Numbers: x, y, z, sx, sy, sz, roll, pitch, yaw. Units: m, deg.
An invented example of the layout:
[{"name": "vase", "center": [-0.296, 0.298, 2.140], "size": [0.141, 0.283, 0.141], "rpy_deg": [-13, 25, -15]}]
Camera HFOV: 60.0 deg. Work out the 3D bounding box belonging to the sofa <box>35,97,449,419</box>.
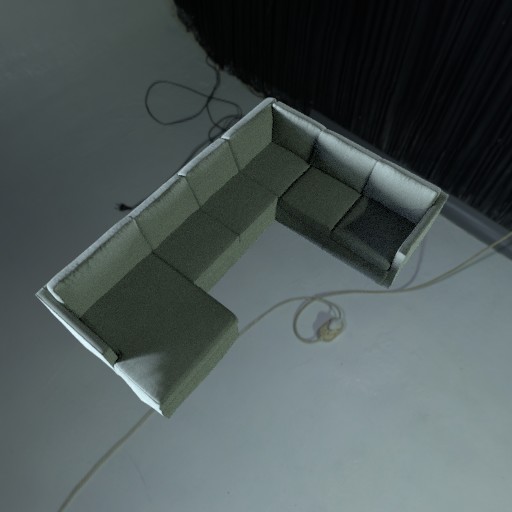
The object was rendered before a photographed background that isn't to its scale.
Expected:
[{"name": "sofa", "center": [0.000, 0.000, 4.509], "size": [2.440, 0.869, 3.434], "rpy_deg": [34, 65, 19]}]
